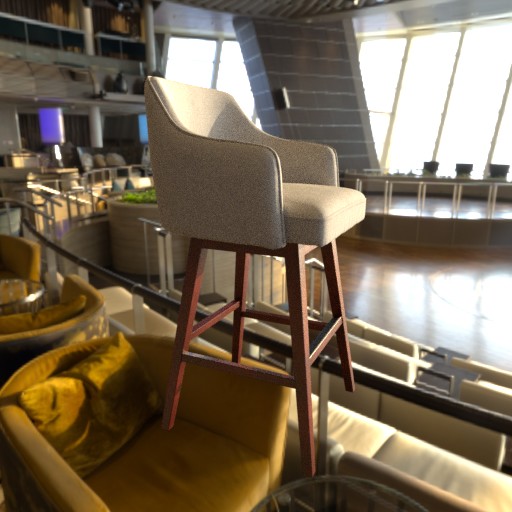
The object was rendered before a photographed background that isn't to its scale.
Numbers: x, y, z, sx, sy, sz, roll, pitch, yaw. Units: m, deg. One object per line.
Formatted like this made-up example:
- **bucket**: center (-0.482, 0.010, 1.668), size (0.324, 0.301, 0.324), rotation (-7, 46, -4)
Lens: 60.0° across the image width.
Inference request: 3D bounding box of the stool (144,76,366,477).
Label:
- **stool**: center (0.000, 0.000, 1.336), size (0.558, 1.012, 0.548), rotation (7, 16, 25)
